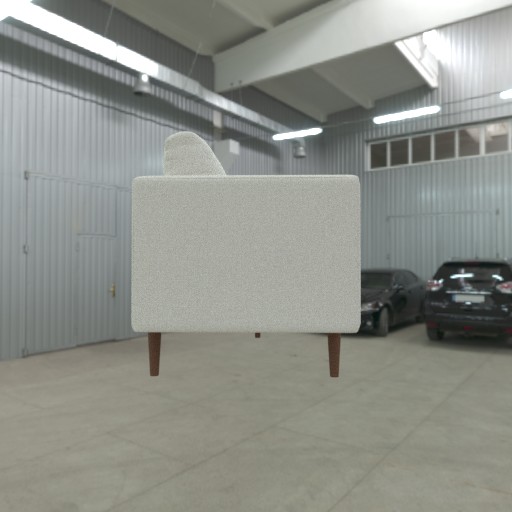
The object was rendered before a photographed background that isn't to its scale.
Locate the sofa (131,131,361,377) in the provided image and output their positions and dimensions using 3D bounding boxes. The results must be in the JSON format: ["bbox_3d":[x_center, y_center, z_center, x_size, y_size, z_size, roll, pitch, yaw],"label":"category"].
[{"bbox_3d":[0.000,0.000,2.492,0.802,0.912,2.029,0,-1,1],"label":"sofa"}]
